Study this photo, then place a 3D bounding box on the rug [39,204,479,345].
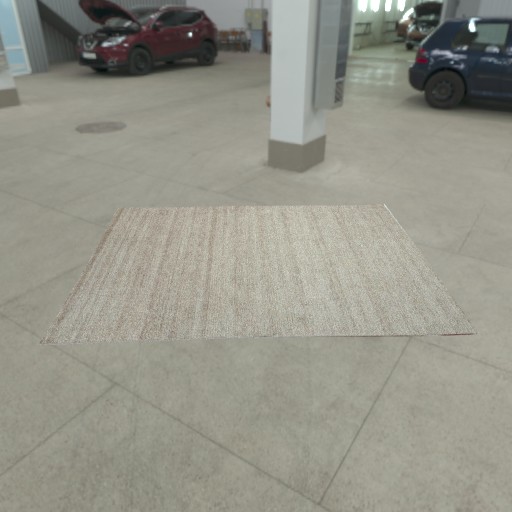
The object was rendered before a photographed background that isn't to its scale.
[{"bbox_3d":[0.000,0.000,4.242,3.202,0.045,2.434,-1,29,-2],"label":"rug"}]
